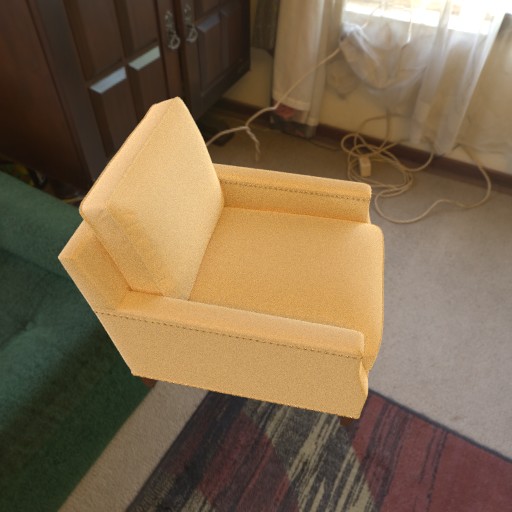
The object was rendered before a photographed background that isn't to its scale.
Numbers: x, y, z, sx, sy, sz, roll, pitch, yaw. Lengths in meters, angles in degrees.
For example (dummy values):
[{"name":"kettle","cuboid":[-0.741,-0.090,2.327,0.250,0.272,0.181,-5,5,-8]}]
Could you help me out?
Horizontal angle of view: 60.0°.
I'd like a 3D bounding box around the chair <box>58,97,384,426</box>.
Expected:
[{"name":"chair","cuboid":[0.000,0.000,1.738,1.014,0.943,0.853,9,48,8]}]
